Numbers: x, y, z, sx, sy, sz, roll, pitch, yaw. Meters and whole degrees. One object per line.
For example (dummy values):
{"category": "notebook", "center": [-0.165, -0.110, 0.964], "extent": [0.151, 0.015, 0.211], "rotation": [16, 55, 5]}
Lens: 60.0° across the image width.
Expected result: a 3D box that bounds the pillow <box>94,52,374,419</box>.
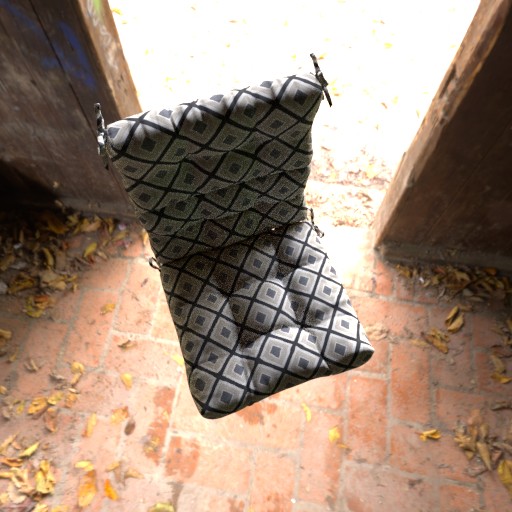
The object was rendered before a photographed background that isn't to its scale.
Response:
{"category": "pillow", "center": [0.000, 0.000, 1.036], "extent": [0.519, 0.605, 0.571], "rotation": [-18, 66, -8]}
